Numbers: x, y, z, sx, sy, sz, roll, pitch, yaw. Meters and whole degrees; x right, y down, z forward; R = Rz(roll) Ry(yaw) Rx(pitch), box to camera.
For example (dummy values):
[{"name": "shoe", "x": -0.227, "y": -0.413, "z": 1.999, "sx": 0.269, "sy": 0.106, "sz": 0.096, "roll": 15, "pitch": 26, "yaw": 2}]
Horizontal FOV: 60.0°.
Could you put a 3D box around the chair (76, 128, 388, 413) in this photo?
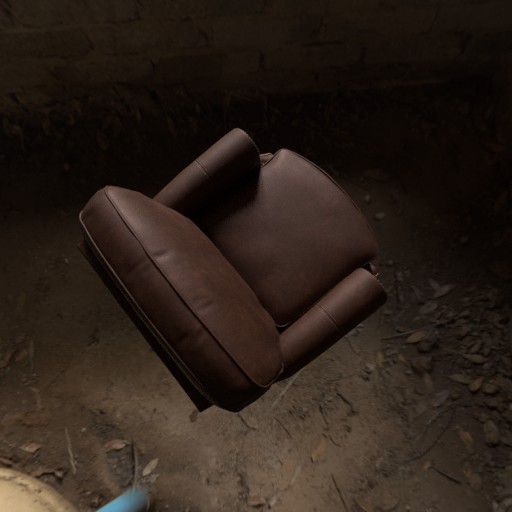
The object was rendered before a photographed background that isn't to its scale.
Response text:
[{"name": "chair", "x": 0.000, "y": 0.000, "z": 1.802, "sx": 0.986, "sy": 1.018, "sz": 0.936, "roll": -38, "pitch": 79, "yaw": -9}]
